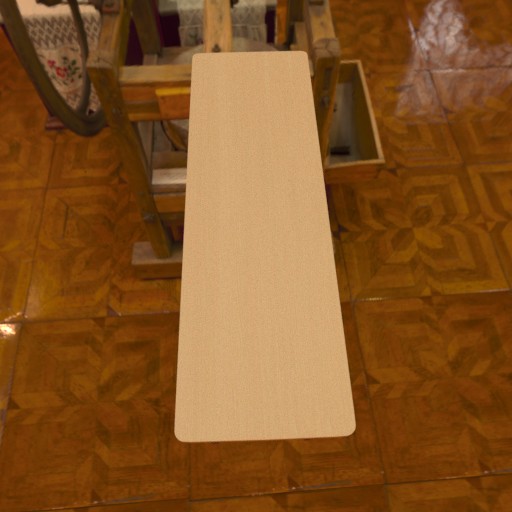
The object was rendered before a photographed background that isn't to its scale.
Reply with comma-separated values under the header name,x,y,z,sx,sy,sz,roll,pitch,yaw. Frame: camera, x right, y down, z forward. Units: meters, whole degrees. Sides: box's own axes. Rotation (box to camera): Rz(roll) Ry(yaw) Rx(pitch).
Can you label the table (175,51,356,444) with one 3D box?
name,x,y,z,sx,sy,sz,roll,pitch,yaw
table,0.000,0.000,1.729,0.446,0.750,1.397,-2,62,-1
